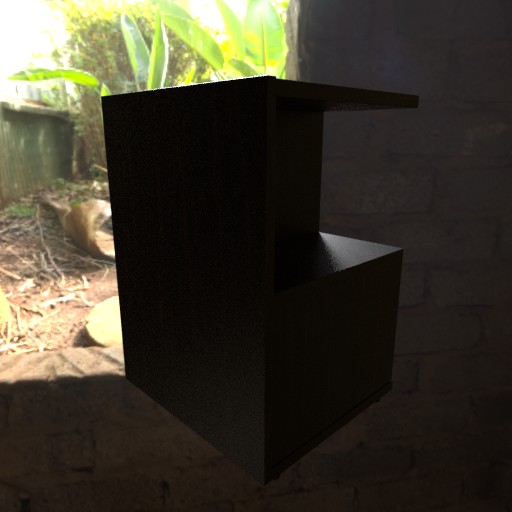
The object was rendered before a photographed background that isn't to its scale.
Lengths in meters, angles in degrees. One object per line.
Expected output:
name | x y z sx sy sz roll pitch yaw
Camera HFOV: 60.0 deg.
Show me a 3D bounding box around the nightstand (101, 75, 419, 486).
nightstand | 0.000 0.000 0.816 0.356 0.559 0.400 -15 21 -42
